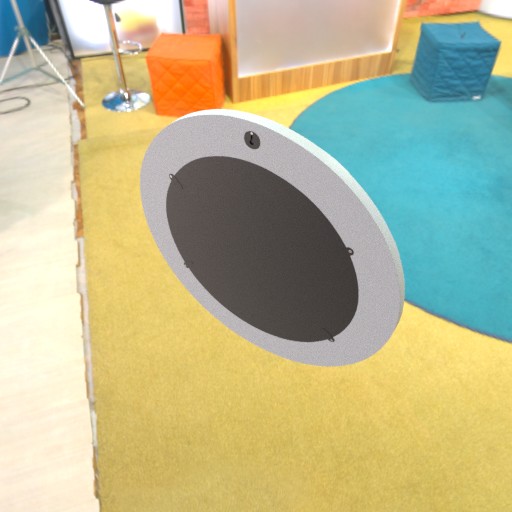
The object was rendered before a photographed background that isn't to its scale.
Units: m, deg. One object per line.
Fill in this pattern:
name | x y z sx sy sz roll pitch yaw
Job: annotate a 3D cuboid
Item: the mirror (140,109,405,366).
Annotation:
mirror | 0.000 0.000 1.367 0.914 0.914 0.038 25 50 23
